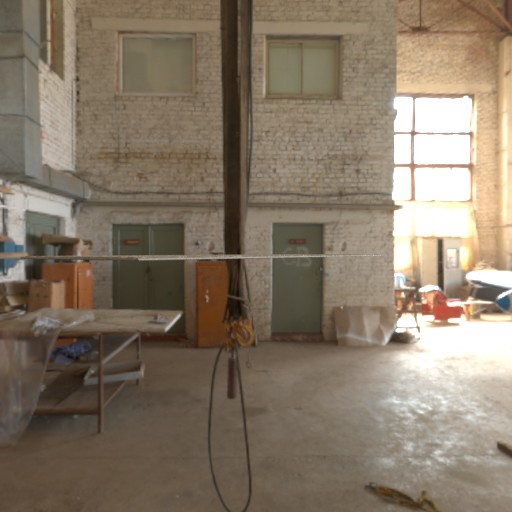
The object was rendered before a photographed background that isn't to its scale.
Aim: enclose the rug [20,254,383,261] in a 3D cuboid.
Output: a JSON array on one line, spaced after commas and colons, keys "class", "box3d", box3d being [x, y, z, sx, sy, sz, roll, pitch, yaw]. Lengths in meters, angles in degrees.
[{"class": "rug", "box3d": [0.000, 0.000, 2.395, 0.662, 0.011, 2.196, 0, 1, 34]}]
